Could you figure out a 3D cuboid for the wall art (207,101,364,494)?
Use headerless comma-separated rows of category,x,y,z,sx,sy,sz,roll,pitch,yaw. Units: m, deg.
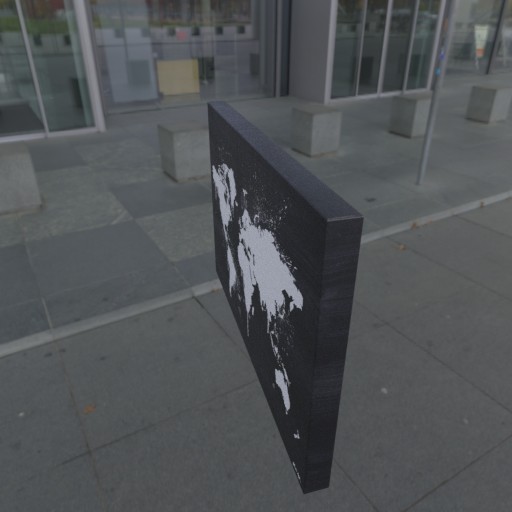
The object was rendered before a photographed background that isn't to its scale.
wall art,0.000,0.000,0.761,0.038,0.409,0.610,-8,30,-14
